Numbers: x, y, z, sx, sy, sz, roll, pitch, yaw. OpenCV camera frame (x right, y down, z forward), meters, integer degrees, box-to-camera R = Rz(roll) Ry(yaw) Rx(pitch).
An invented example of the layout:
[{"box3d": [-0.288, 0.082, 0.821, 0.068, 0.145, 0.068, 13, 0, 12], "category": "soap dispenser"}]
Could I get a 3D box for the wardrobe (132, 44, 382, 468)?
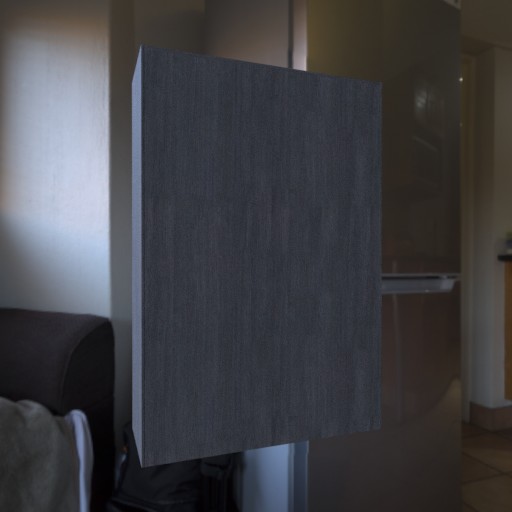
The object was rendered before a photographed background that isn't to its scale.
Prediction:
[{"box3d": [0.000, 0.000, 2.461, 1.290, 1.910, 0.510, 0, 0, -20], "category": "wardrobe"}]
